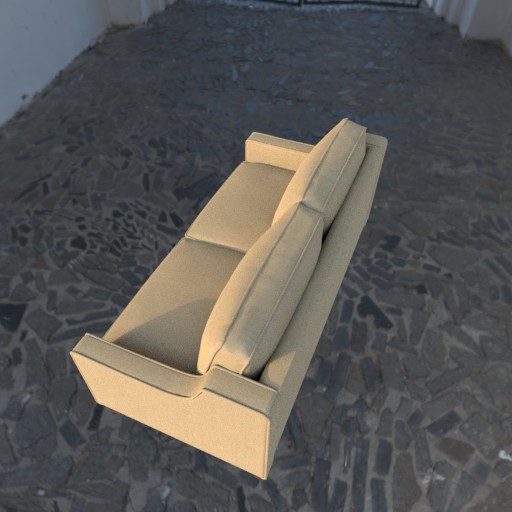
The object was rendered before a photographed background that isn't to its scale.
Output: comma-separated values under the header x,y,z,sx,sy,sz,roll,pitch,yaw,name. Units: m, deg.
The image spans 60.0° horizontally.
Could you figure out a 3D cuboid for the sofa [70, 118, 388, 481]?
x,y,z,sx,sy,sz,roll,pitch,yaw,name
0.000,0.000,2.786,1.066,1.071,2.178,17,49,16,sofa
